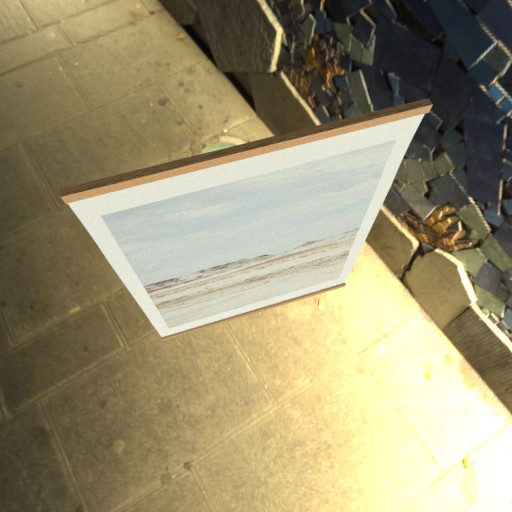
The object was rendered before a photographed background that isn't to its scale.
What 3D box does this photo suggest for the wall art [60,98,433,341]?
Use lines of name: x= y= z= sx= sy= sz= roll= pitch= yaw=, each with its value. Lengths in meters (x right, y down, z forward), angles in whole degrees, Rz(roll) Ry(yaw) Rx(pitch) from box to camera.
wall art: x=0.000 y=0.000 z=0.797 sx=0.458 sy=0.605 sz=0.011 roll=-16 pitch=65 yaw=-7
